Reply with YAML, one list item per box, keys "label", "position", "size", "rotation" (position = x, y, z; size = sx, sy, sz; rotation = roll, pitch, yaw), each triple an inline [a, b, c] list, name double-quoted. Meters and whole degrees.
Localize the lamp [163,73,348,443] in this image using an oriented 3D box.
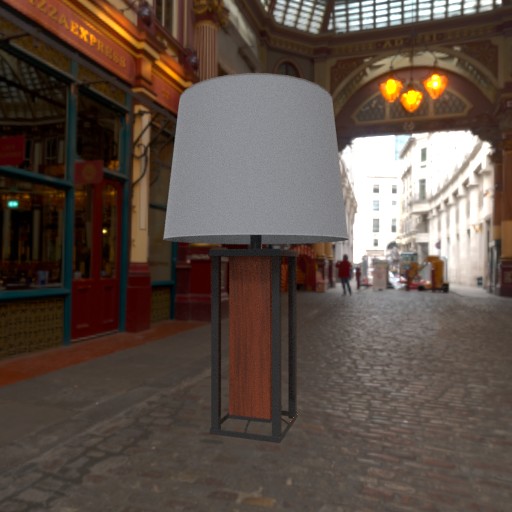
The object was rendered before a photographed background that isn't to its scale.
- label: "lamp"
  position: [0.000, 0.000, 0.779]
  size: [0.320, 0.591, 0.320]
  rotation: [0, -1, 0]
